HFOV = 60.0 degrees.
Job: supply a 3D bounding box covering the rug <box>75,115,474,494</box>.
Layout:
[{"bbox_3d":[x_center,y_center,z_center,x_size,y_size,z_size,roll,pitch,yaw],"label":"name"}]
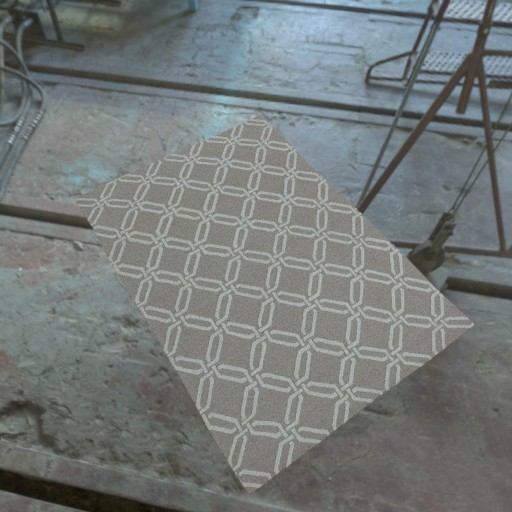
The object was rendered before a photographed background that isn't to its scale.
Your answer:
[{"bbox_3d":[0.000,0.000,2.722,1.524,0.013,2.135,-30,62,-18],"label":"rug"}]
